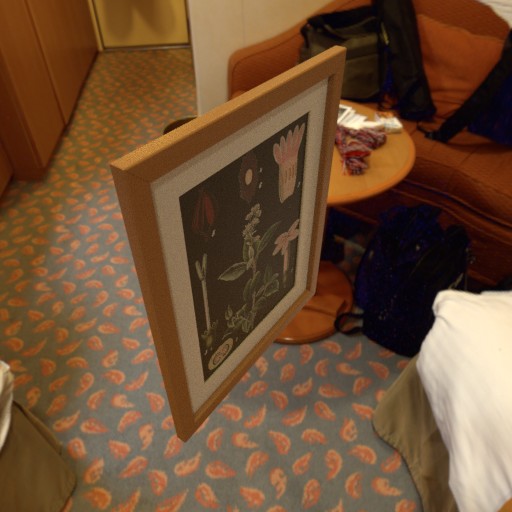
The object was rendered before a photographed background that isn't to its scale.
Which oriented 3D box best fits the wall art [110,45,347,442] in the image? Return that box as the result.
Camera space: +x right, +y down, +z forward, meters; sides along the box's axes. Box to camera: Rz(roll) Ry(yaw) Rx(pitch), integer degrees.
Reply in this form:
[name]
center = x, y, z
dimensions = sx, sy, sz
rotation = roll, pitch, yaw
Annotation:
[wall art]
center = 0.000, 0.000, 0.508
dimensions = 0.015, 0.379, 0.310
rotation = 26, 48, 26
